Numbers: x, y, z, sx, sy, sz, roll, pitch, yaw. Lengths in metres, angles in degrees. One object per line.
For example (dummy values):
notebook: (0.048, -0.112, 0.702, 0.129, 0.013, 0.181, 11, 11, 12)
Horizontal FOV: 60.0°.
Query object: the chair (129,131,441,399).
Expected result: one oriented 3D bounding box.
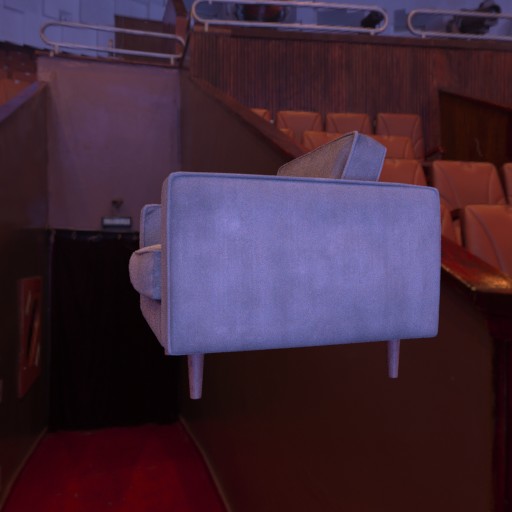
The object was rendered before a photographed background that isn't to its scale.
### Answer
chair: (0.000, 0.000, 1.566, 0.843, 0.773, 0.928, 0, 0, -19)
